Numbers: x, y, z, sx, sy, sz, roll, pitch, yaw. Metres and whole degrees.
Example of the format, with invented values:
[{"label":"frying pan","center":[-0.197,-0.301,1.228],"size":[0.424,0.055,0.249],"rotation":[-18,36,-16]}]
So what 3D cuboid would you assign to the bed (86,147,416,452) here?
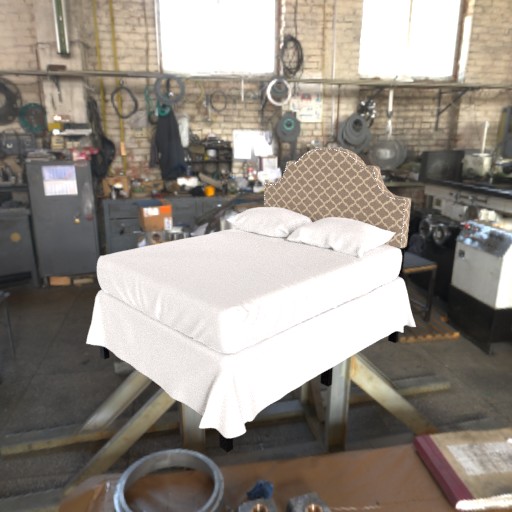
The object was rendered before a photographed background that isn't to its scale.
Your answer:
[{"label":"bed","center":[0.000,0.000,3.520],"size":[2.222,1.633,1.780],"rotation":[-15,22,-42]}]
